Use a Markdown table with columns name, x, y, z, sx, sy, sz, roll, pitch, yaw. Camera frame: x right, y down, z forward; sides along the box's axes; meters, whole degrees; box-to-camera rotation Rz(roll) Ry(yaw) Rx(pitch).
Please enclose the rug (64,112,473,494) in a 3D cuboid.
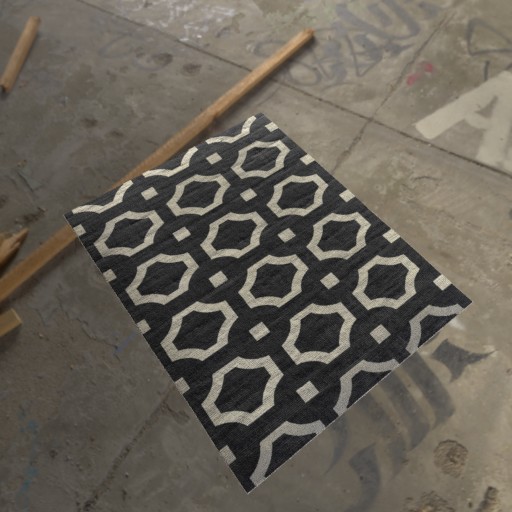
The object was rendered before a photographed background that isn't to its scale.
| name | x | y | z | sx | sy | sz | roll | pitch | yaw |
| --- | --- | --- | --- | --- | --- | --- | --- | --- | --- |
| rug | 0.000 | 0.000 | 4.119 | 2.466 | 0.021 | 3.049 | -33 | 64 | -18 |
